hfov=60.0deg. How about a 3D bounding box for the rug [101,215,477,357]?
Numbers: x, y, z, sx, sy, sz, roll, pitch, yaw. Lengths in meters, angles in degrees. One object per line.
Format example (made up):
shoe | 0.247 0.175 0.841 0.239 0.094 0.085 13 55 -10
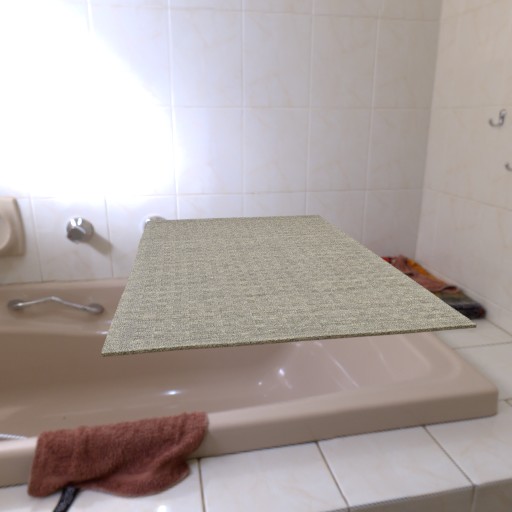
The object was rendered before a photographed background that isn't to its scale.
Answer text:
rug | 0.000 0.000 2.838 1.532 0.018 2.297 -3 17 -9
